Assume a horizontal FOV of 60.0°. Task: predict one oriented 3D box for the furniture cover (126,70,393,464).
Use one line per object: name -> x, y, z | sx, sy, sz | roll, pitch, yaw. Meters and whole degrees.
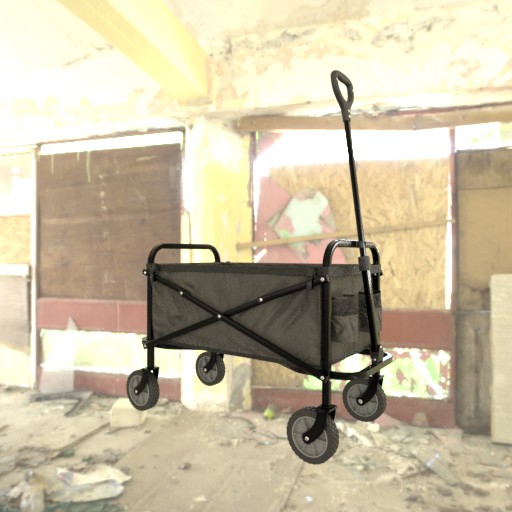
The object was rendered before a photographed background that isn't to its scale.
furniture cover -> 0.000, 0.000, 1.787 | 1.038, 1.295, 0.532 | 0, 0, 36
